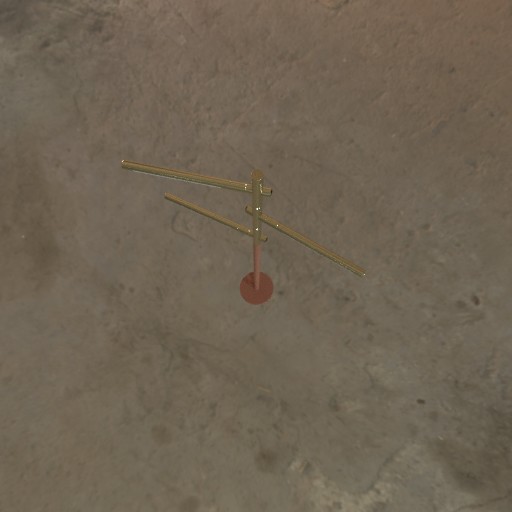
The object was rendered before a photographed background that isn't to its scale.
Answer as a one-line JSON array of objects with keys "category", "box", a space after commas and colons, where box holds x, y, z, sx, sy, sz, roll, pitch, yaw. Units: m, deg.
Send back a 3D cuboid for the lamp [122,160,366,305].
[{"category": "lamp", "box": [0.000, 0.000, 1.919, 0.737, 1.704, 0.209, 17, 77, 4]}]
